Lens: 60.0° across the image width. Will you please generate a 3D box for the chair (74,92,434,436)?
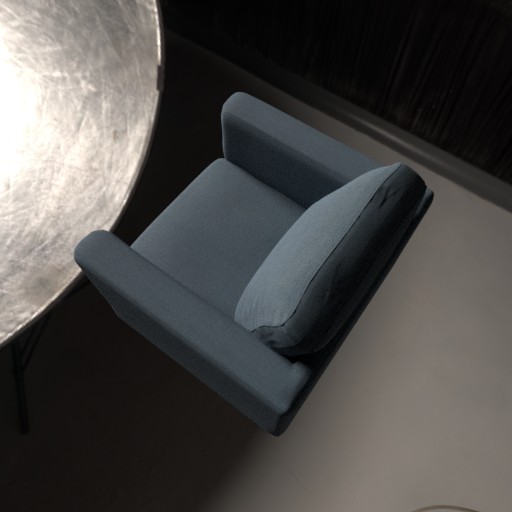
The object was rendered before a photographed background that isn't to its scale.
[{"bbox_3d":[0.000,0.000,1.568,0.820,0.922,0.855,33,68,16],"label":"chair"}]
